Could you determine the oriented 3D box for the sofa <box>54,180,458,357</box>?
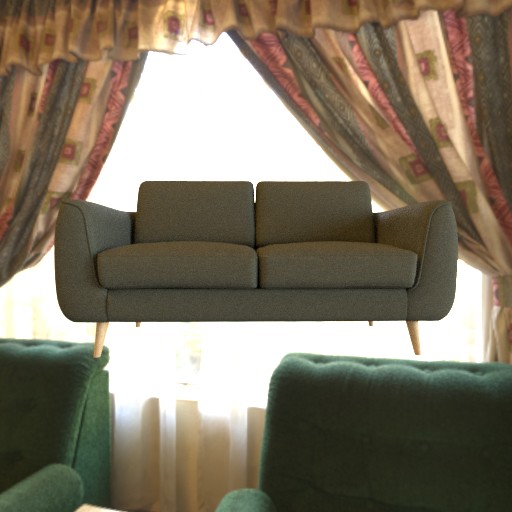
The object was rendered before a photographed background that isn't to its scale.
[{"bbox_3d":[0.000,0.000,2.248,1.700,0.850,0.920,0,1,-1],"label":"sofa"}]
